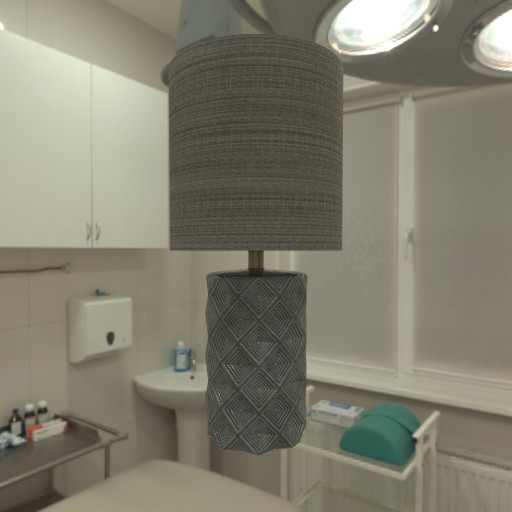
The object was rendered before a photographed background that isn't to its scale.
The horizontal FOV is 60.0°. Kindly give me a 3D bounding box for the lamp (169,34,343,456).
[{"bbox_3d":[0.000,0.000,0.699,0.268,0.566,0.269,1,1,35],"label":"lamp"}]
